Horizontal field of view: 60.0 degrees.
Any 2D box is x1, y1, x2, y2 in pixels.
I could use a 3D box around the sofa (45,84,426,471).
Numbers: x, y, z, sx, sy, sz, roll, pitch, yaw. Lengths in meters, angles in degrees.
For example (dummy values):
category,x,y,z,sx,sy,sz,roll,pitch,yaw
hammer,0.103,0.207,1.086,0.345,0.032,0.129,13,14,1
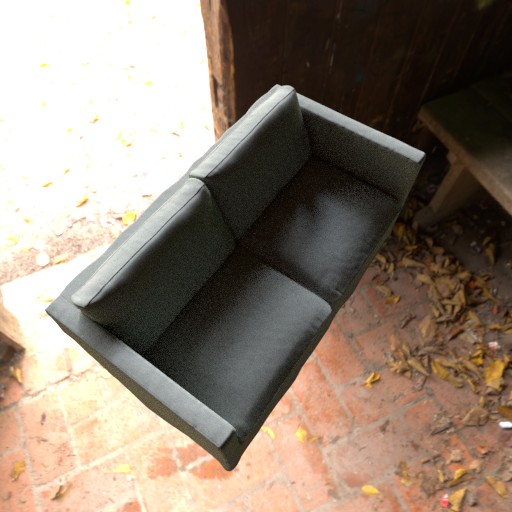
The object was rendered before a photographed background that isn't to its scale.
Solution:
category,x,y,z,sx,sy,sz,roll,pitch,yaw
sofa,0.000,0.000,2.257,0.944,0.830,1.727,32,65,17
